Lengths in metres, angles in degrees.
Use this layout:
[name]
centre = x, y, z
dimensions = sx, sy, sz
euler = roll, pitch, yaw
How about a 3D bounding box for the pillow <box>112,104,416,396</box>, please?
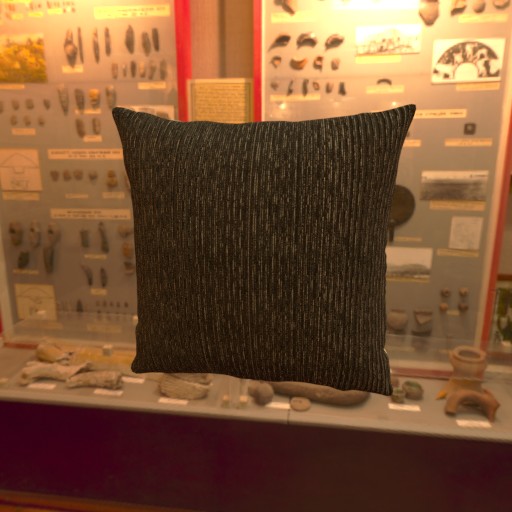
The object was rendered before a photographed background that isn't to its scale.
[pillow]
centre = 0.000, 0.000, 0.670
dimensions = 0.433, 0.434, 0.196
euler = 2, 15, 9
